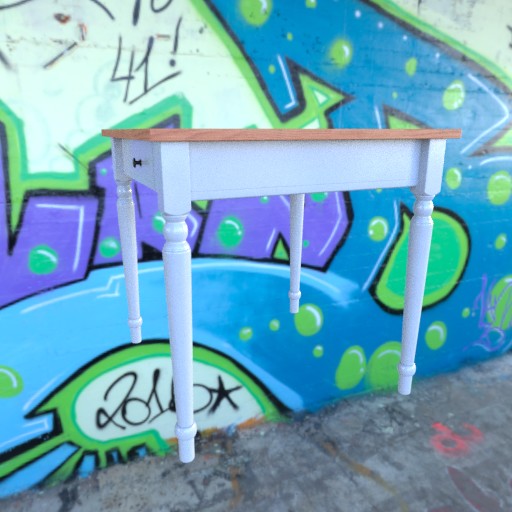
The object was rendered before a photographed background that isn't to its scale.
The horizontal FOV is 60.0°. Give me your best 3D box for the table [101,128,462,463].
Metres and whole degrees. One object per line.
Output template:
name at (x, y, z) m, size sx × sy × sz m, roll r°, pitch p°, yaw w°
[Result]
table at (0.000, 0.000, 1.342) m, size 0.747 × 0.738 × 0.747 m, roll -7°, pitch 17°, yaw -24°
